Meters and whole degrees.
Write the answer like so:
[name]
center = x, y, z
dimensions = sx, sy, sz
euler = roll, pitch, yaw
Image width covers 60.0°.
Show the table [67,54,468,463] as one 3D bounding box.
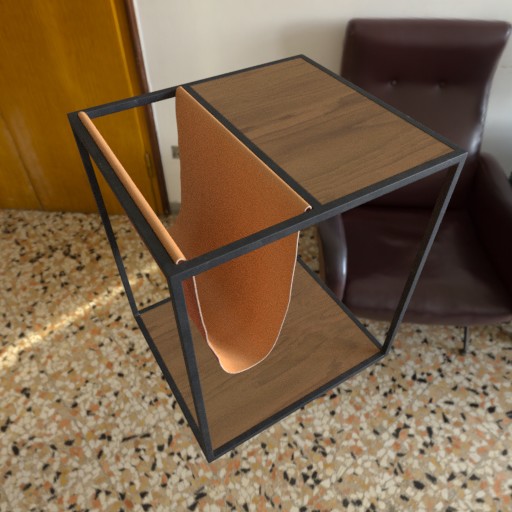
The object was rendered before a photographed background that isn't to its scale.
[table]
center = 0.000, 0.000, 0.842
dimensions = 0.450, 0.536, 0.399
euler = -24, 50, -21
